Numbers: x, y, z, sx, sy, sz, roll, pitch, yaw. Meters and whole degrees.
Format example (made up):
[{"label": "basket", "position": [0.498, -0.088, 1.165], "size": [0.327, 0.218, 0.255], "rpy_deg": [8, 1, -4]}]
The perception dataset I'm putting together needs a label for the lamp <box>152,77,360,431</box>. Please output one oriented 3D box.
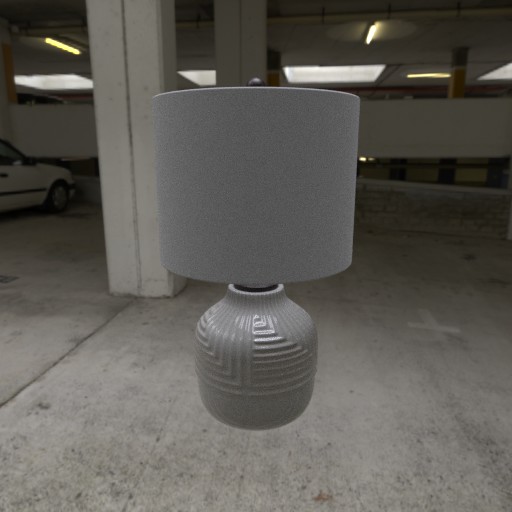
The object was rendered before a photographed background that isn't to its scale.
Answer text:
[{"label": "lamp", "position": [0.000, 0.000, 0.751], "size": [0.318, 0.567, 0.318], "rpy_deg": [0, 14, 0]}]
